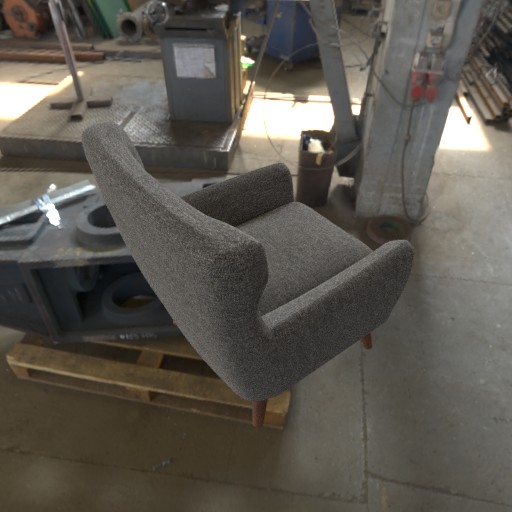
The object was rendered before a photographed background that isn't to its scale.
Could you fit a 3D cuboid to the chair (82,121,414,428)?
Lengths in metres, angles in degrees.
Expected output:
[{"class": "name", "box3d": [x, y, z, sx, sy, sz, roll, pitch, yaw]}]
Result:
[{"class": "chair", "box3d": [0.000, 0.000, 1.763, 0.940, 1.039, 0.889, -26, 47, -27]}]
